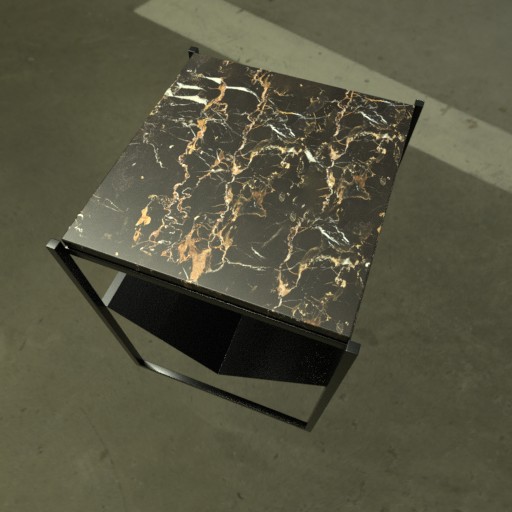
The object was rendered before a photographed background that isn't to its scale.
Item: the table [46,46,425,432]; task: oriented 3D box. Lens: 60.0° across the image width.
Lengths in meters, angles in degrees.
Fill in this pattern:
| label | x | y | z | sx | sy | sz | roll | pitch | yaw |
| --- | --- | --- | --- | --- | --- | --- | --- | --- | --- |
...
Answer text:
| label | x | y | z | sx | sy | sz | roll | pitch | yaw |
| --- | --- | --- | --- | --- | --- | --- | --- | --- | --- |
| table | 0.000 | 0.000 | 0.899 | 0.432 | 0.534 | 0.469 | 18 | 61 | 10 |
